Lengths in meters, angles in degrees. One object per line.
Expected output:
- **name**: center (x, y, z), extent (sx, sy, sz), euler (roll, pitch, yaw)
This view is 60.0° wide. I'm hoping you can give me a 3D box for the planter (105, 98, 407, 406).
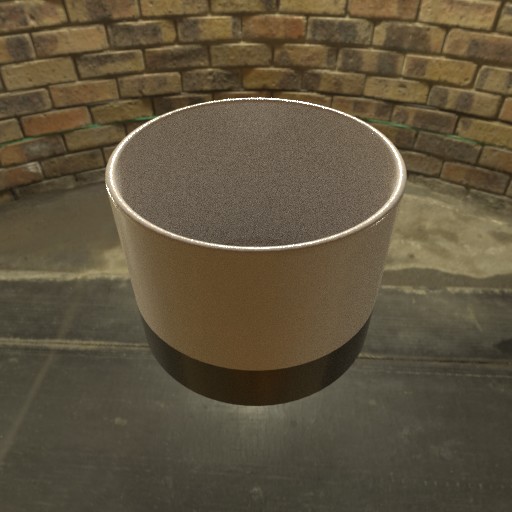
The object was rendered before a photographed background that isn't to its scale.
- **planter**: center (0.000, 0.000, 0.350), extent (0.193, 0.177, 0.193), euler (0, 42, 0)
